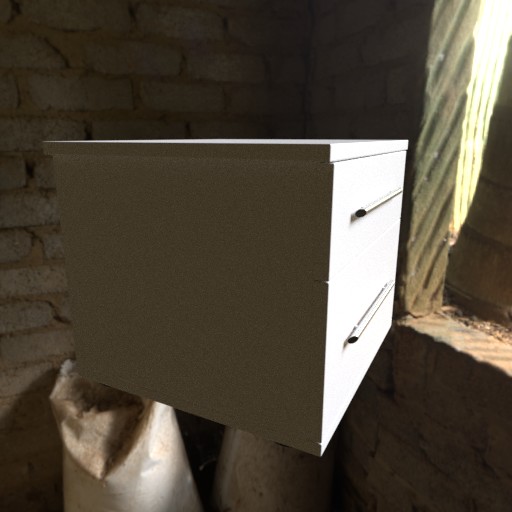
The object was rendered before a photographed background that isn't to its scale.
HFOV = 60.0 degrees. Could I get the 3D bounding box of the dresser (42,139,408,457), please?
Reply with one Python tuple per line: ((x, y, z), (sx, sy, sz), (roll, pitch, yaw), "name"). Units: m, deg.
((0.000, 0.000, 0.715), (0.400, 0.360, 0.430), (8, 17, 26), "dresser")
